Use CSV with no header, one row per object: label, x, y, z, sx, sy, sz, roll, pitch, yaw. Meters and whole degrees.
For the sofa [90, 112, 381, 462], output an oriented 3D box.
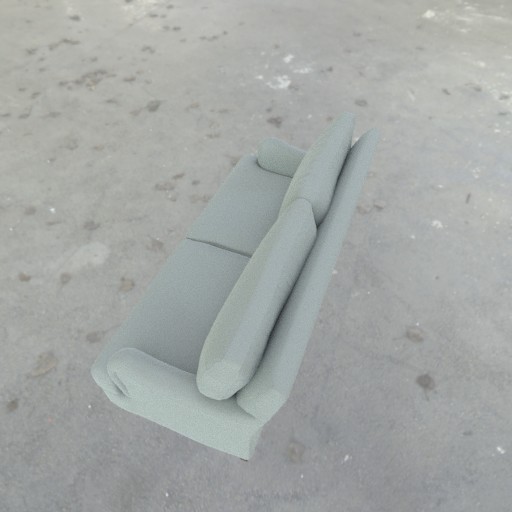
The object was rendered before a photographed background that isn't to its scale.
sofa,0.000,0.000,2.828,1.069,1.096,2.193,15,48,14
